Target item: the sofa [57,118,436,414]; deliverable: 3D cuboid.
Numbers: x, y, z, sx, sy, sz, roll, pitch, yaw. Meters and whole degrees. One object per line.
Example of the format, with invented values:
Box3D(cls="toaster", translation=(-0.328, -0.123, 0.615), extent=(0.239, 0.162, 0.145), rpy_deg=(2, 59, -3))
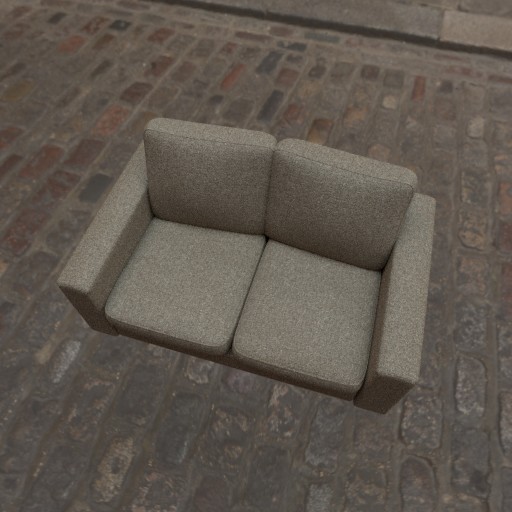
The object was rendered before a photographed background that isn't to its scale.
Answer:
Box3D(cls="sofa", translation=(0.000, 0.000, 2.203), extent=(1.616, 0.873, 1.016), rpy_deg=(14, 59, 9))
